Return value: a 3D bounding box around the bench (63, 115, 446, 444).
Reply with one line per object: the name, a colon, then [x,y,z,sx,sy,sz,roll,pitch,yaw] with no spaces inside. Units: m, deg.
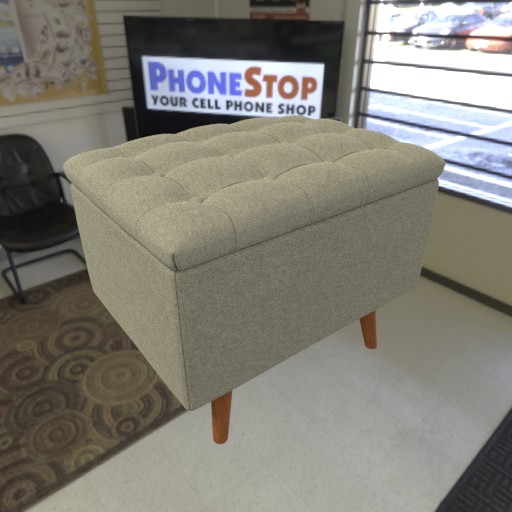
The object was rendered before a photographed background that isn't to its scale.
bench: [0.000,0.000,0.898,0.572,0.469,0.417,-21,36,-32]
